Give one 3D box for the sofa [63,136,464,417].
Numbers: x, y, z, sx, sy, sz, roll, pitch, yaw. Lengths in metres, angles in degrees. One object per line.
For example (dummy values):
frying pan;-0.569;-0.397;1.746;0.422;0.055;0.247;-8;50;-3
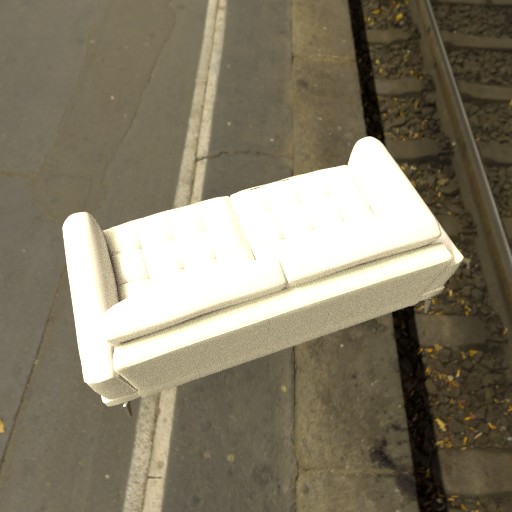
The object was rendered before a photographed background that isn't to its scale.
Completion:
sofa;0.000;0.000;2.705;2.177;0.930;1.121;-17;59;-10
